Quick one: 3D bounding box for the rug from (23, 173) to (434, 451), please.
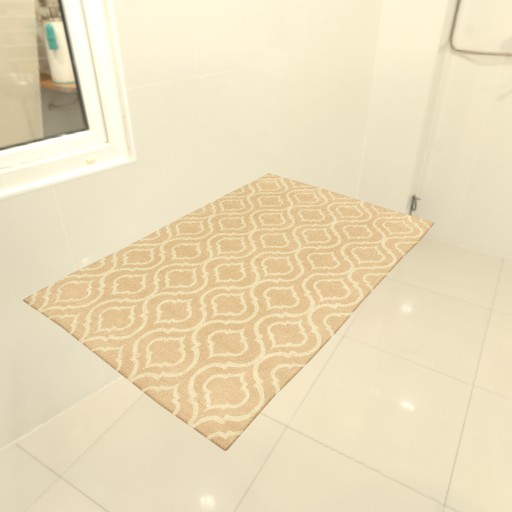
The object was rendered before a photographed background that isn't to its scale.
[{"bbox_3d":[0.000,0.000,2.158,1.152,0.013,1.761,23,39,31],"label":"rug"}]
